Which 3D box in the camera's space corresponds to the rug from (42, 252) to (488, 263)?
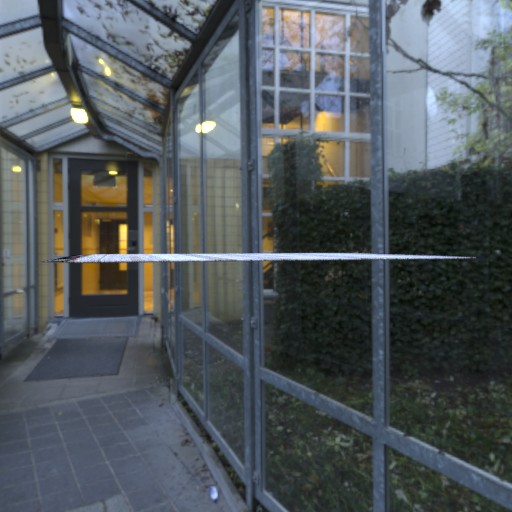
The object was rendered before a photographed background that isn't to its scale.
[{"bbox_3d":[0.000,0.000,2.274,1.848,0.012,1.217,0,1,-17],"label":"rug"}]
